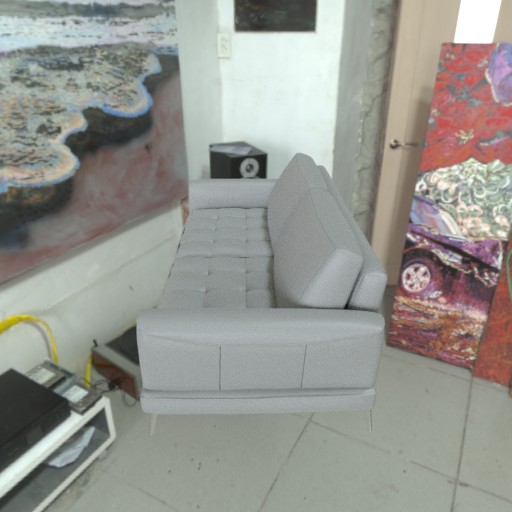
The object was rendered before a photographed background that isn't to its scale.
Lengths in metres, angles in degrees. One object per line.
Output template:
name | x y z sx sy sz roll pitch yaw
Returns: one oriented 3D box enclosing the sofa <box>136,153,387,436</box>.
sofa | 0.000 0.000 2.835 1.121 0.930 2.177 0 27 -1
